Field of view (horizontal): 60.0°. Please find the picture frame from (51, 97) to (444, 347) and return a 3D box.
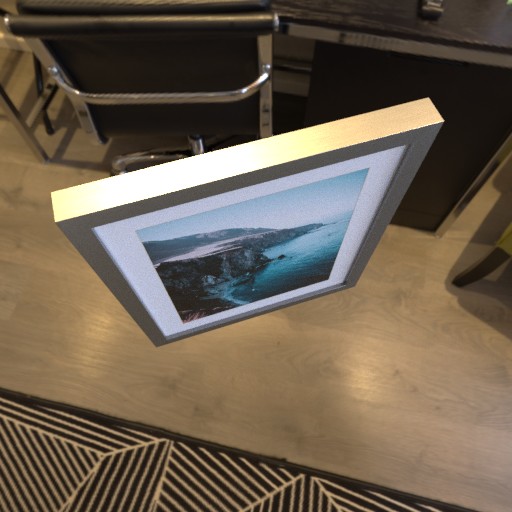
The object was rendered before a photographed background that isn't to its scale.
[{"bbox_3d":[0.000,0.000,1.360,0.839,0.968,0.073,-16,65,-8],"label":"picture frame"}]
